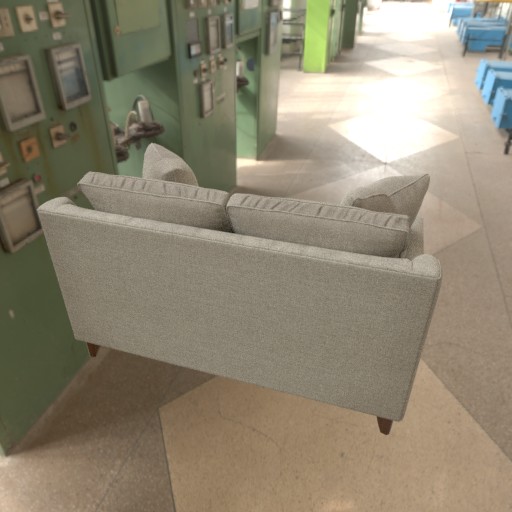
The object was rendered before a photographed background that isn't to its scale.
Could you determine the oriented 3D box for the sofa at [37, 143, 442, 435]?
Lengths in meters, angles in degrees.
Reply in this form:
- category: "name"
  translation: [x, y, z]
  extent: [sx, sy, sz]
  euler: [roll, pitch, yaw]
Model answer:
- category: "sofa"
  translation: [0.000, 0.000, 1.983]
  extent: [1.422, 0.863, 0.915]
  euler: [10, 34, 15]
